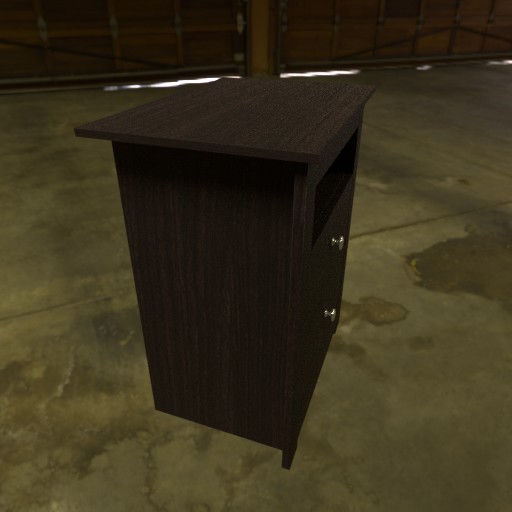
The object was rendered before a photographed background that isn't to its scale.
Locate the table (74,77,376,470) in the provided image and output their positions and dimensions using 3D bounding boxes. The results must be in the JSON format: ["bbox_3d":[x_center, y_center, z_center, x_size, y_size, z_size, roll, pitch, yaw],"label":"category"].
[{"bbox_3d":[0.000,0.000,1.069,0.406,0.711,0.591,11,32,18],"label":"table"}]
